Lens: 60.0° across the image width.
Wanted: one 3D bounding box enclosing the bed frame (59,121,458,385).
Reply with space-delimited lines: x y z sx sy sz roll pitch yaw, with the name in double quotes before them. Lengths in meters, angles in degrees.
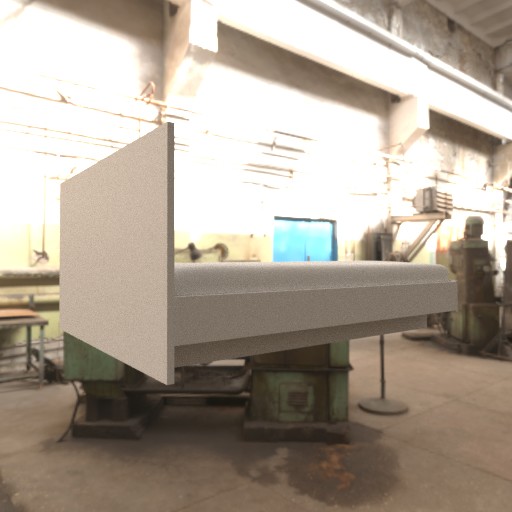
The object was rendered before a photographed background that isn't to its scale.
"bed frame" 0.000 0.000 2.990 2.100 1.001 1.711 0 -1 -36
